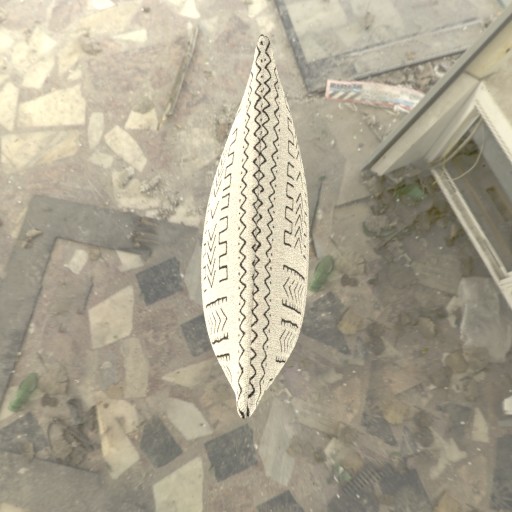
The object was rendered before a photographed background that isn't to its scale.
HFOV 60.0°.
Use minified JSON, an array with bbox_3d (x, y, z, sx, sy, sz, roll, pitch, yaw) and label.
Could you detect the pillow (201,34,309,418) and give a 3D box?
[{"bbox_3d":[0.000,0.000,0.675,0.164,0.430,0.438,3,76,1],"label":"pillow"}]
